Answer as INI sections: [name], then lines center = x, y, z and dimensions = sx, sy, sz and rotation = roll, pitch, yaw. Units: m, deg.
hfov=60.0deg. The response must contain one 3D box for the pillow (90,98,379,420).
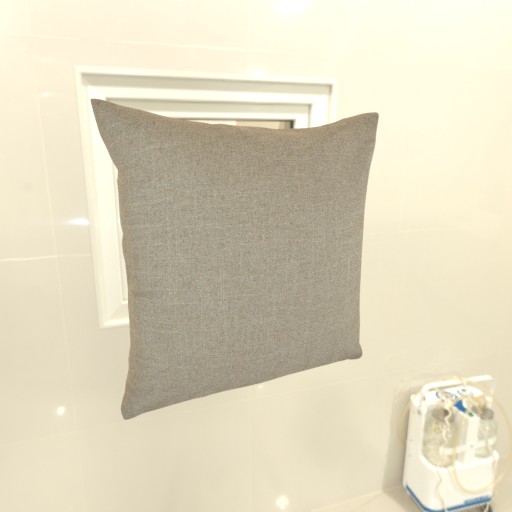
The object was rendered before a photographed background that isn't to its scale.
[pillow]
center = 0.000, 0.000, 0.790
dimensions = 0.513, 0.511, 0.158
rotation = -7, 16, -26
